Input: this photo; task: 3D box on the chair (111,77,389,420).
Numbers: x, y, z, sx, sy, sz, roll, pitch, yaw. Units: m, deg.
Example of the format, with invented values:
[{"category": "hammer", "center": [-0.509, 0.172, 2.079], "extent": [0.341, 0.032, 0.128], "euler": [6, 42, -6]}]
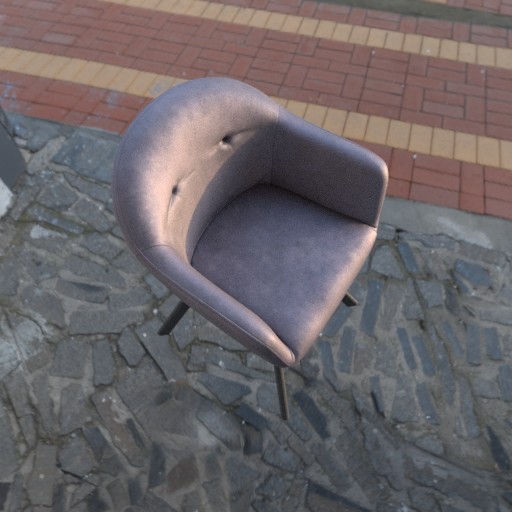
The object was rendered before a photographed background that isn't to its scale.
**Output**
[{"category": "chair", "center": [0.000, 0.000, 1.192], "extent": [0.544, 0.781, 0.567], "euler": [30, 63, 17]}]
